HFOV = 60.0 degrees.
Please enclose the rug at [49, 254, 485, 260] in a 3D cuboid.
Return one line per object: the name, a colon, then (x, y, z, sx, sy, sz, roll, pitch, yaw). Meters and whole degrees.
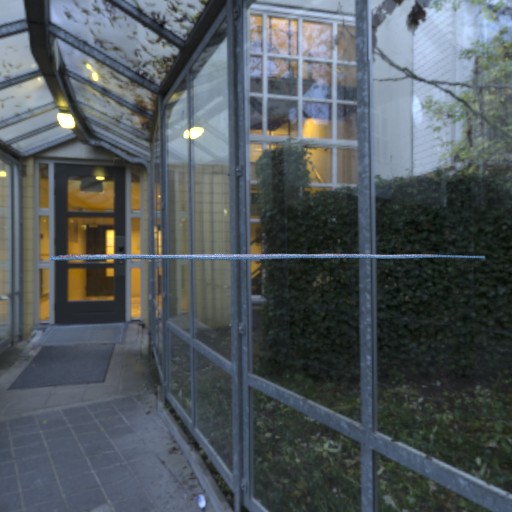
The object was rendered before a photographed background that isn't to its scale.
rug: (0.000, 0.000, 2.312, 1.847, 0.014, 1.195, 0, 1, -19)
